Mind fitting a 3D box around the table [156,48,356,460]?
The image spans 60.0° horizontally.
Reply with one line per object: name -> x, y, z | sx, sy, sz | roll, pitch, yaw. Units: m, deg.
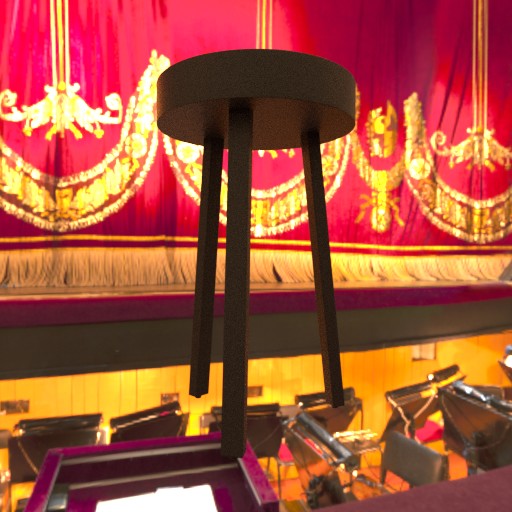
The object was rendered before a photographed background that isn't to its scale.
table -> 0.000, 0.000, 0.933 | 0.406, 0.686, 0.406 | 0, 1, -18
